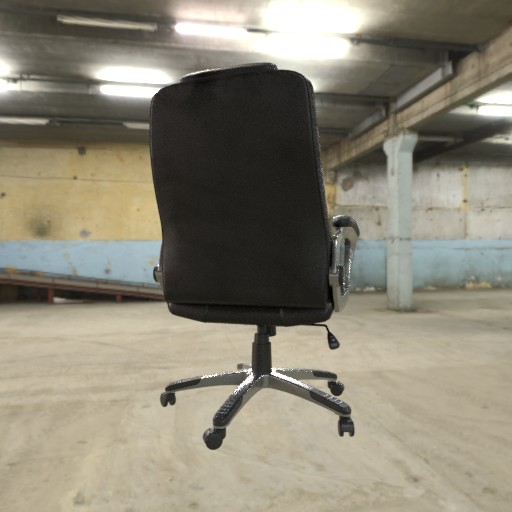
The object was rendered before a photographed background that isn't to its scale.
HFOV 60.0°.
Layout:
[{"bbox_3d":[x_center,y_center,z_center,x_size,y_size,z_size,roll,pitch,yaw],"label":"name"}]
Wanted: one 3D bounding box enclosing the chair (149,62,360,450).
[{"bbox_3d":[0.000,0.000,1.536,0.697,1.075,0.689,0,0,18],"label":"chair"}]
